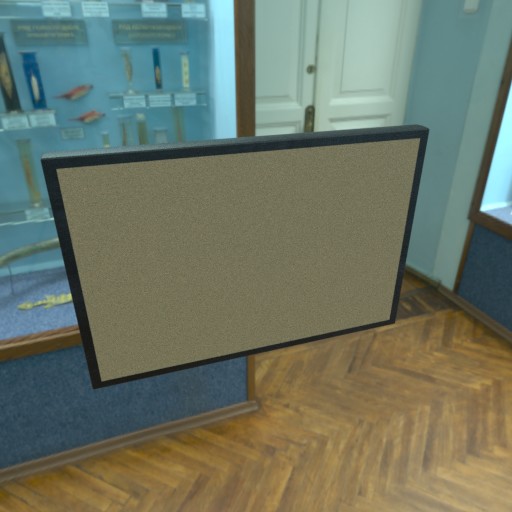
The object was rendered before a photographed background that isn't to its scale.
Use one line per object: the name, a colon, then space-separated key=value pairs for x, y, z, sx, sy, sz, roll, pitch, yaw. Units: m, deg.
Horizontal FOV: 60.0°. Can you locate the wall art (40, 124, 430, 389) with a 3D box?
wall art: x=0.000 y=0.000 z=0.776 sx=0.610 sy=0.409 sz=0.038 roll=-9 pitch=29 yaw=-16
